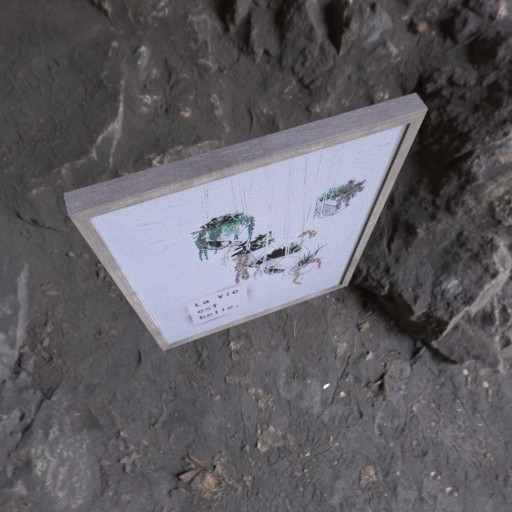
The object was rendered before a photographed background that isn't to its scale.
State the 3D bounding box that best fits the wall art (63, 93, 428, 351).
[{"bbox_3d":[0.000,0.000,0.725,0.421,0.521,0.032,-19,64,-9],"label":"wall art"}]
